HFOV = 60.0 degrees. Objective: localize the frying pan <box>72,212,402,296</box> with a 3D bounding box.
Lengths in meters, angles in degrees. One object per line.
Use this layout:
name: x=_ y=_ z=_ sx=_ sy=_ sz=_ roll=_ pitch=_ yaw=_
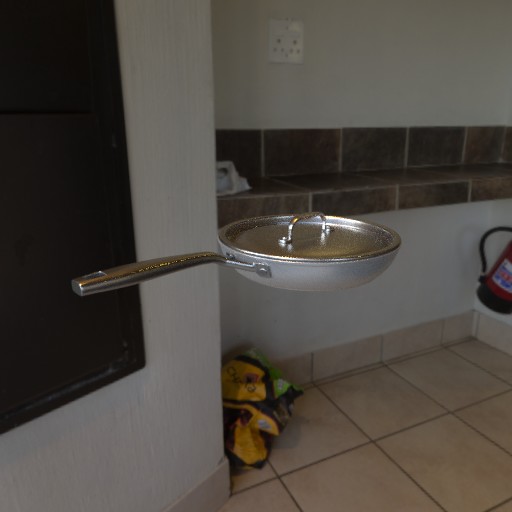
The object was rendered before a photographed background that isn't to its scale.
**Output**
frying pan: x=0.000 y=0.000 z=0.602 sx=0.490 sy=0.086 sz=0.272 roll=-16 pitch=23 yaw=-42
